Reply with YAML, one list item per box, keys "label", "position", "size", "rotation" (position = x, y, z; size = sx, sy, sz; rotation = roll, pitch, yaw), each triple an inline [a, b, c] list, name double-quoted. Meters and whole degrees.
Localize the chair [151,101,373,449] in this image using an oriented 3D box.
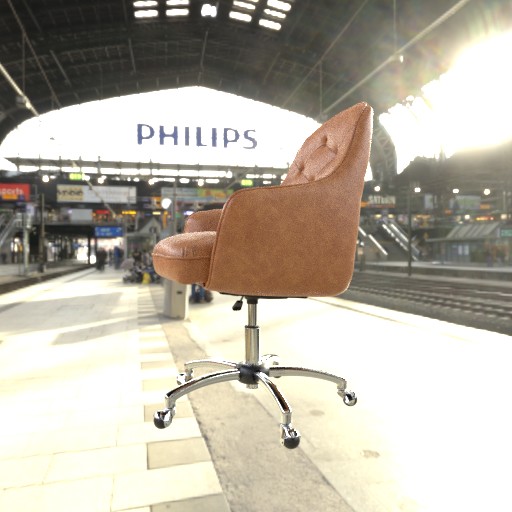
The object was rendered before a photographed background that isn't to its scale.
- label: "chair"
  position: [0.000, 0.000, 1.329]
  size: [0.615, 0.909, 0.628]
  rotation: [0, 1, -17]
